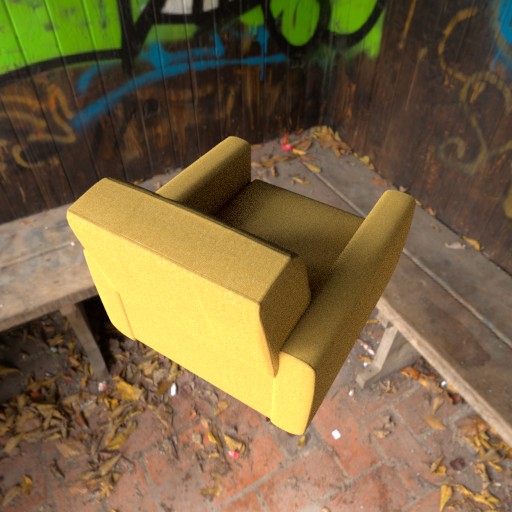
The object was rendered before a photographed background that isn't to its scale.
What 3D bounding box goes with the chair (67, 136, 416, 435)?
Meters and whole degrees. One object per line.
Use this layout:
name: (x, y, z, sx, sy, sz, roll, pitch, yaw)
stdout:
chair: (0.000, 0.000, 1.554, 0.831, 0.841, 0.909, 24, 50, 22)
